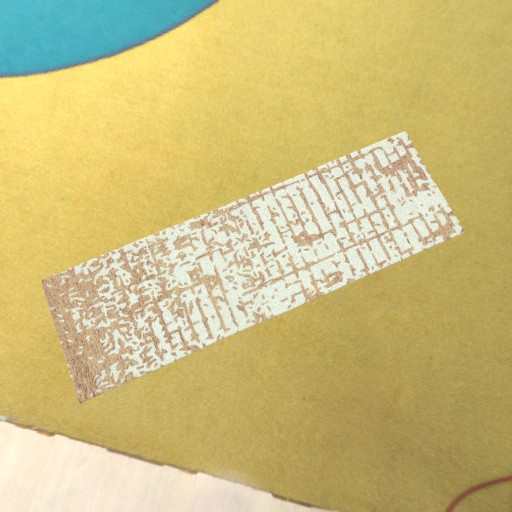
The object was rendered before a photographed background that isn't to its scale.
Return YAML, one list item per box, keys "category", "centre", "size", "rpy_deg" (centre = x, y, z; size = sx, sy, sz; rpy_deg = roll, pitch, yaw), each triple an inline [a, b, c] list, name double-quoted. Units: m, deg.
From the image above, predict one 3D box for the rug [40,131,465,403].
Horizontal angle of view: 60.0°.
- category: "rug"
  centre: [0.000, 0.000, 2.636]
  size: [2.435, 0.011, 0.750]
  rpy_deg: [-23, 76, -6]
